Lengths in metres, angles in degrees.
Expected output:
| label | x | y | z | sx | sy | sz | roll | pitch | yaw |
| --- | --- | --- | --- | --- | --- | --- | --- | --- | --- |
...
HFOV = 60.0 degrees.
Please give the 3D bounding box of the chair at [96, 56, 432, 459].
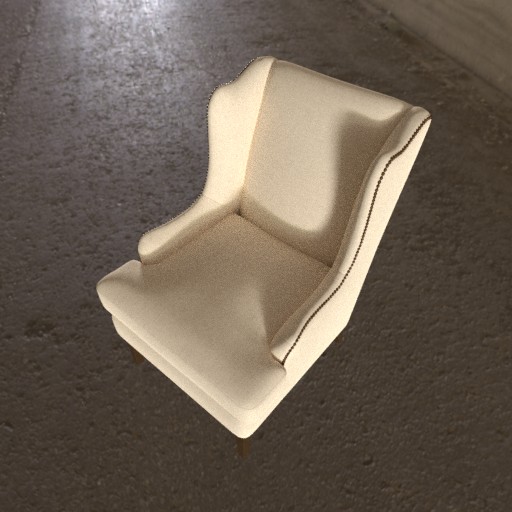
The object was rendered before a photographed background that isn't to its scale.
| label | x | y | z | sx | sy | sz | roll | pitch | yaw |
| --- | --- | --- | --- | --- | --- | --- | --- | --- | --- |
| chair | 0.000 | 0.000 | 1.619 | 0.737 | 1.029 | 0.940 | 31 | 54 | 26 |
